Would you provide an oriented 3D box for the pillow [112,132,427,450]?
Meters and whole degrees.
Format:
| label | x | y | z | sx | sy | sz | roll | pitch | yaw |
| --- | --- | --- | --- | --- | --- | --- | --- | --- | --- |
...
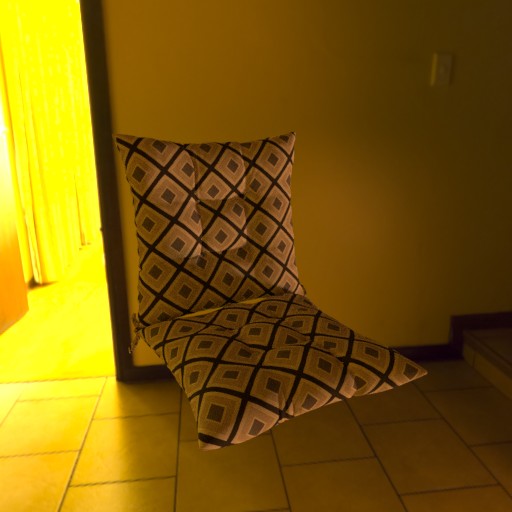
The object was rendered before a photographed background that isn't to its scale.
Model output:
| label | x | y | z | sx | sy | sz | roll | pitch | yaw |
| --- | --- | --- | --- | --- | --- | --- | --- | --- | --- |
| pillow | 0.000 | 0.000 | 1.002 | 0.541 | 0.536 | 0.585 | -8 | 18 | -26 |
